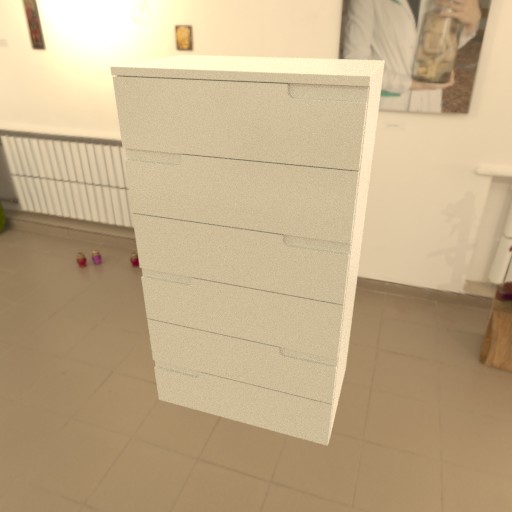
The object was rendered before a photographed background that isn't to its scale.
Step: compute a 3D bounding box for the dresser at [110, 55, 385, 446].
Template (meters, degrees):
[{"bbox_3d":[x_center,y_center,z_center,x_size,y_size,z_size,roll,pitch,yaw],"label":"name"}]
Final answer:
[{"bbox_3d":[0.000,0.000,1.486,0.650,1.190,0.400,9,30,16],"label":"dresser"}]
